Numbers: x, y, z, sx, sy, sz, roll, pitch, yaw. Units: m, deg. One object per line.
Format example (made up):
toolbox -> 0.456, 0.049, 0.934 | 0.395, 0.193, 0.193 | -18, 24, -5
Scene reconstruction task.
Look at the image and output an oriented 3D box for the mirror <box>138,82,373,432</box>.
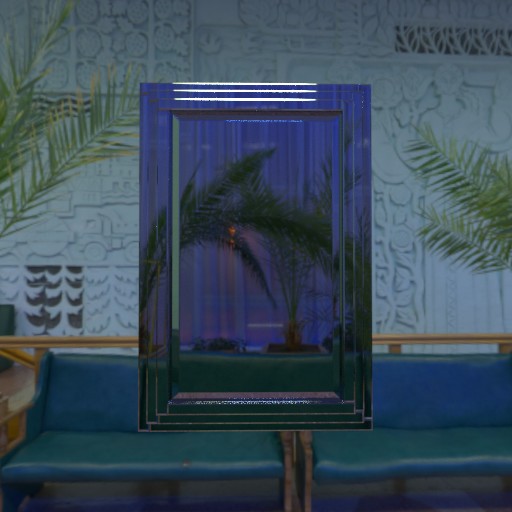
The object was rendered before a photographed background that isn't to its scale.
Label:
mirror -> 0.000, 0.000, 1.157 | 0.613, 0.914, 0.039 | 0, -1, -1
